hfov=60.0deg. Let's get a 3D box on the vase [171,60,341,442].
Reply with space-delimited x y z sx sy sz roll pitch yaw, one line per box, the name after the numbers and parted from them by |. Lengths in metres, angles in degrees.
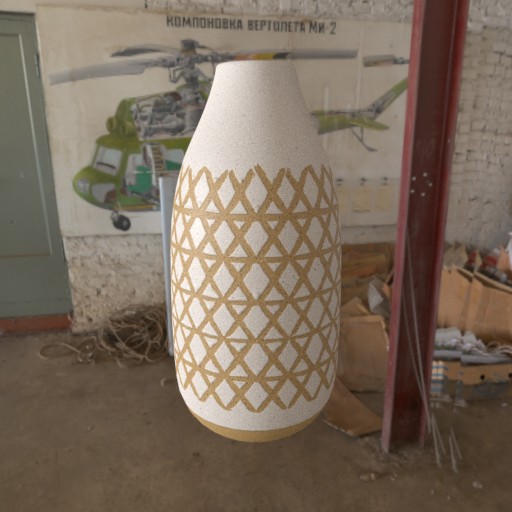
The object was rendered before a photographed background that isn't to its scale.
0.000 0.000 0.478 0.186 0.380 0.186 0 16 0 | vase
